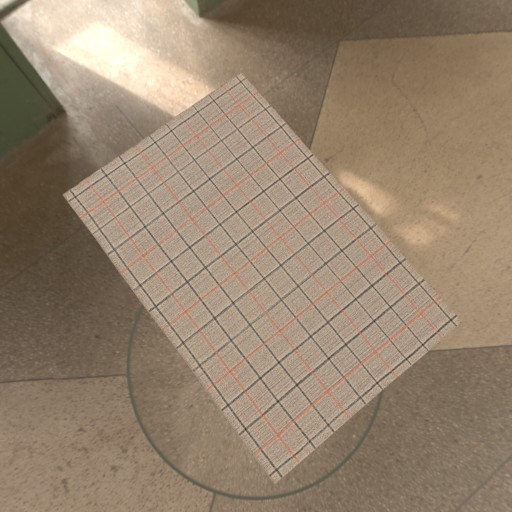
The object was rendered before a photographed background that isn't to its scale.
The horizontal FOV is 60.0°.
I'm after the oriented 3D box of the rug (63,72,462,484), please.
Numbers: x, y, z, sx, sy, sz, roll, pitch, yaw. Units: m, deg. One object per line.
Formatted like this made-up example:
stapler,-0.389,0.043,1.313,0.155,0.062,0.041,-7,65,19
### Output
rug,0.000,0.000,2.319,1.220,0.013,1.829,-38,80,-8
